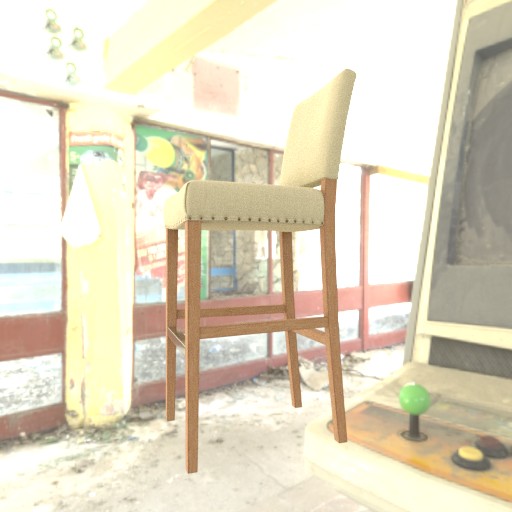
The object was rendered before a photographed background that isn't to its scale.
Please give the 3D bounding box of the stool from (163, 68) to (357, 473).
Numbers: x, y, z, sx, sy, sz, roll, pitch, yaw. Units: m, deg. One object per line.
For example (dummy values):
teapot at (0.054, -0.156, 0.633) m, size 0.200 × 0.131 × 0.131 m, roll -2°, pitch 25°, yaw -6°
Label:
stool at (0.000, 0.000, 1.447) m, size 0.546 × 1.143 × 0.428 m, roll 0°, pitch 1°, yaw -19°
